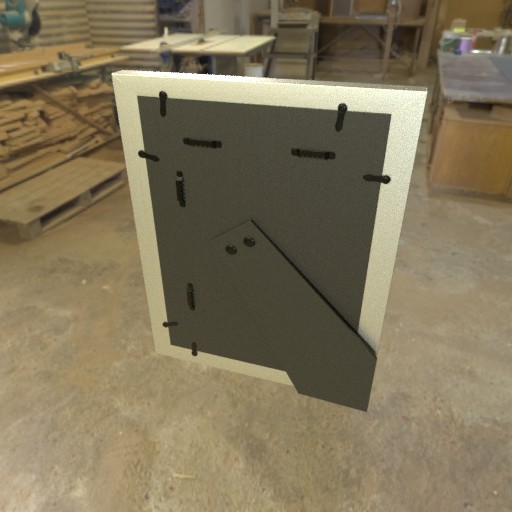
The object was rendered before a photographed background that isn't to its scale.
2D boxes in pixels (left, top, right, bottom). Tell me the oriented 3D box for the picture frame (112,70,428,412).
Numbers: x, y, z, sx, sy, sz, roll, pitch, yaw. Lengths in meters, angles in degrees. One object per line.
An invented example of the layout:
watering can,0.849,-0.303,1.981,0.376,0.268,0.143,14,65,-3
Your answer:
picture frame,0.000,0.000,0.517,0.307,0.386,0.036,9,32,15
